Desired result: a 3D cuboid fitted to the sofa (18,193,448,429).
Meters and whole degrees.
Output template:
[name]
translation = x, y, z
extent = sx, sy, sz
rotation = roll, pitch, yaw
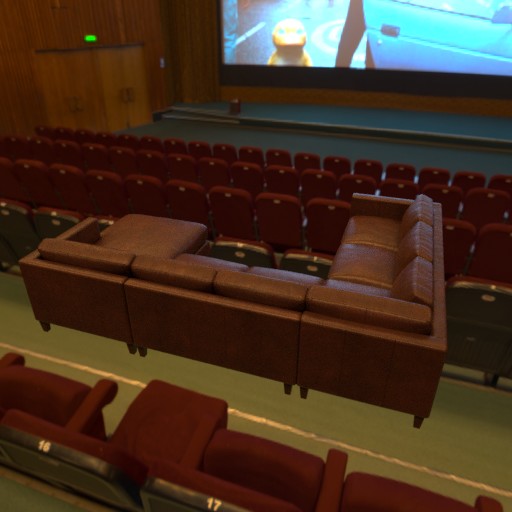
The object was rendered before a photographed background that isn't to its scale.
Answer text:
[sofa]
translation = 0.000, 0.000, 4.318
extent = 3.324, 0.891, 2.452
rotation = 10, 31, 17
